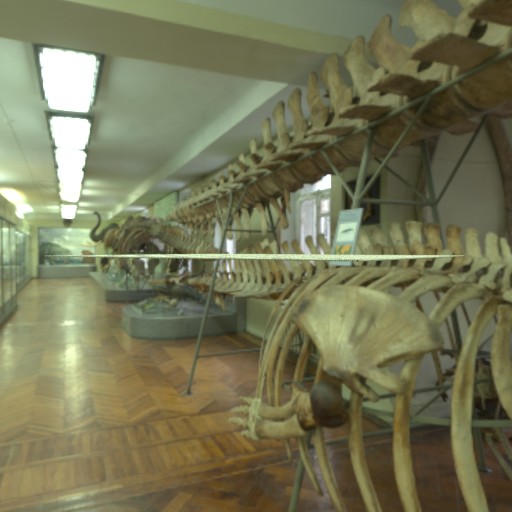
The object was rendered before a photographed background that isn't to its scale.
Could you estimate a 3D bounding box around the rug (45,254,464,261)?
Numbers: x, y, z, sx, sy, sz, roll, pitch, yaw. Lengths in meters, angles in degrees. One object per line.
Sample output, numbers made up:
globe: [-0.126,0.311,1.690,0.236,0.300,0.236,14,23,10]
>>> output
rug: [0.000,0.000,4.054,3.061,0.010,2.330,1,1,36]
